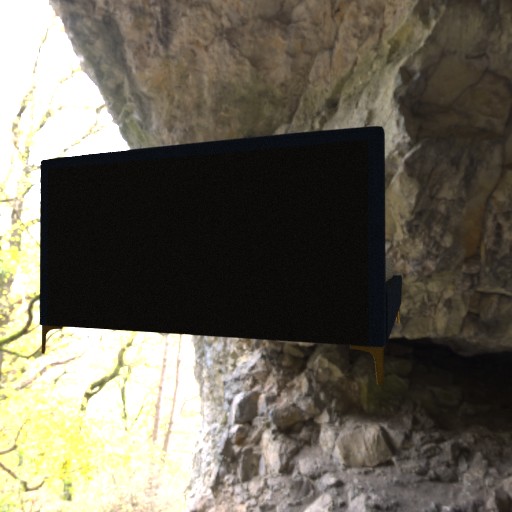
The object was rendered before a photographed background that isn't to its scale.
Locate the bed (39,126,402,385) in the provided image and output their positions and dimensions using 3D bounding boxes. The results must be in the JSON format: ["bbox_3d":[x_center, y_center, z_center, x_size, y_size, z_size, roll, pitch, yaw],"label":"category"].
[{"bbox_3d":[0.000,0.000,3.454,2.096,1.231,2.232,0,-1,20],"label":"bed"}]
